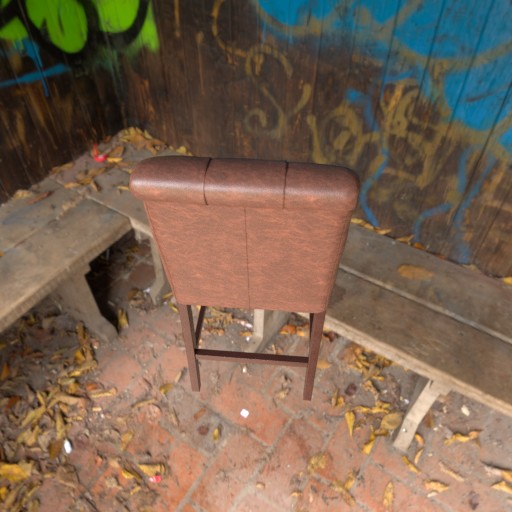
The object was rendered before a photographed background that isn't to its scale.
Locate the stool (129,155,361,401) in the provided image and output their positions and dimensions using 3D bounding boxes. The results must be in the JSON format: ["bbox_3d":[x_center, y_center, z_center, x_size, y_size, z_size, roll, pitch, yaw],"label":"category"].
[{"bbox_3d":[0.000,0.000,1.460,0.486,1.084,0.660,4,46,3],"label":"stool"}]
